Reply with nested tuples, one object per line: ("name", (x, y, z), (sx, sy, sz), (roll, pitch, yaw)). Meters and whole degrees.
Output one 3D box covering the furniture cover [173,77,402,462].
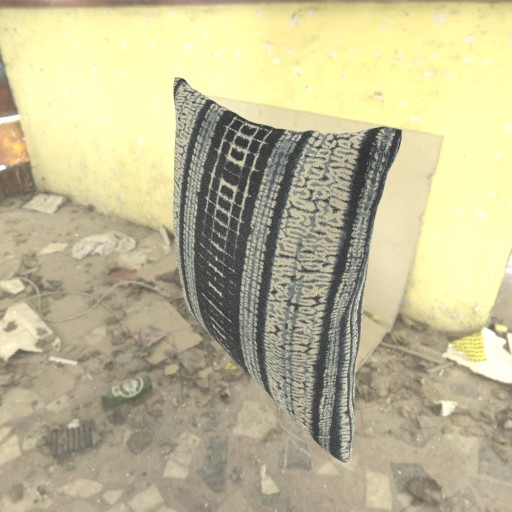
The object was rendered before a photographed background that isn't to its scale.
("furniture cover", (0.000, 0.000, 0.629), (0.133, 0.435, 0.425), (-19, 34, -31))
